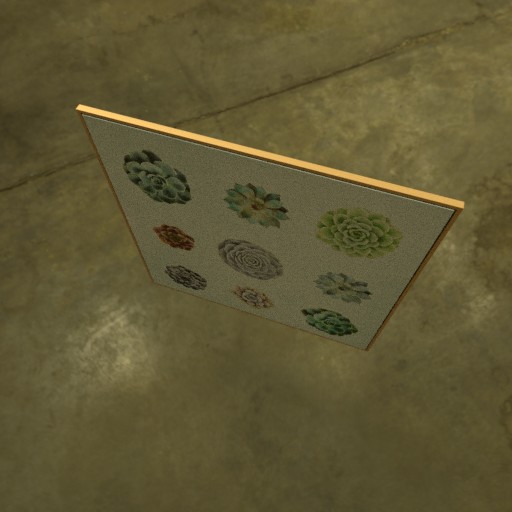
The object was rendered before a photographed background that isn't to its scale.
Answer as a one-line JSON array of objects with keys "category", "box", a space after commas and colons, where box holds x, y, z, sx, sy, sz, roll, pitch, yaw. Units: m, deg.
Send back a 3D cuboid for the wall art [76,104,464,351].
[{"category": "wall art", "box": [0.000, 0.000, 0.998, 0.657, 0.655, 0.014, 16, 61, 10]}]
